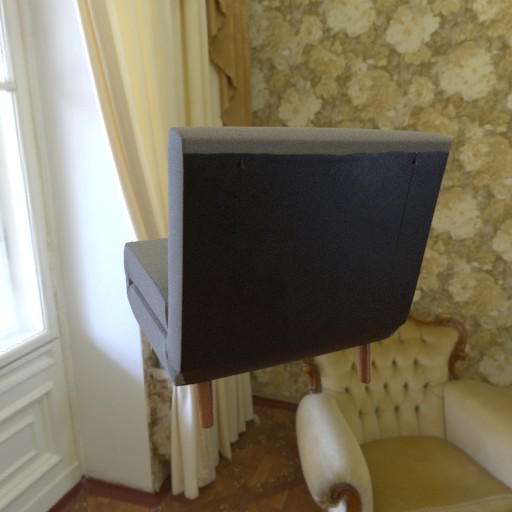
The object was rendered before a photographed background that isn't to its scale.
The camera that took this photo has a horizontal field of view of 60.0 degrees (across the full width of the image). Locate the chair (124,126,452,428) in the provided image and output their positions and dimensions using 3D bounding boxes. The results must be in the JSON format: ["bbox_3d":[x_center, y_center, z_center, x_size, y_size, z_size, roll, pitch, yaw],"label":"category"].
[{"bbox_3d":[0.000,0.000,1.502,0.770,0.808,0.902,-6,15,-25],"label":"chair"}]
